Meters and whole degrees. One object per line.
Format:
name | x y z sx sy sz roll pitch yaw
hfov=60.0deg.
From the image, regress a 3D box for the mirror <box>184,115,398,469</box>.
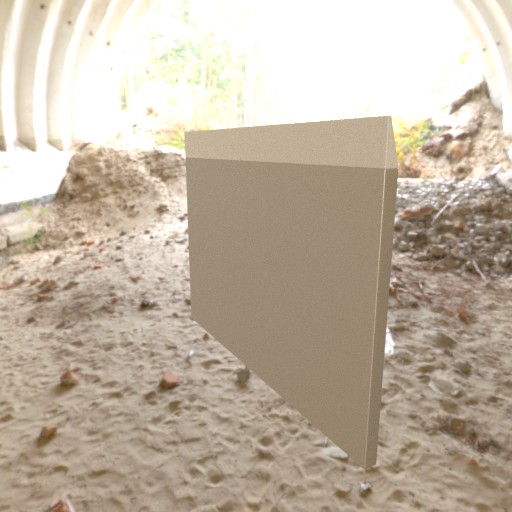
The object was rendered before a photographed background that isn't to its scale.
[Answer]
mirror | 0.000 0.000 1.123 0.030 0.630 0.870 -8 16 -29
